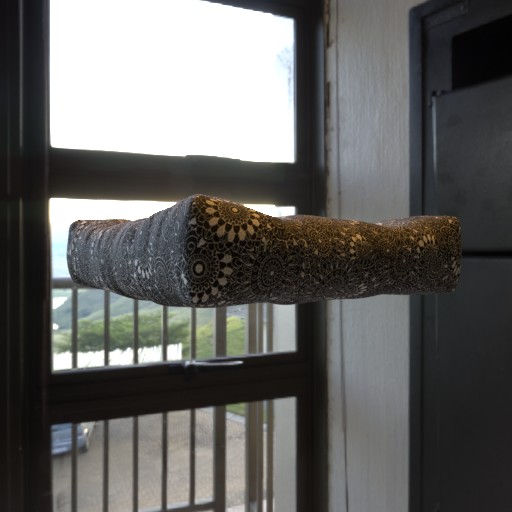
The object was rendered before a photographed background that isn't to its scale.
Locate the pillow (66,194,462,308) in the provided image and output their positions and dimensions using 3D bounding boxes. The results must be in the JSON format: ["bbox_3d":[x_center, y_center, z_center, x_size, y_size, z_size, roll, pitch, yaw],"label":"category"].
[{"bbox_3d":[0.000,0.000,0.725,0.490,0.128,0.468,0,0,-36],"label":"pillow"}]
